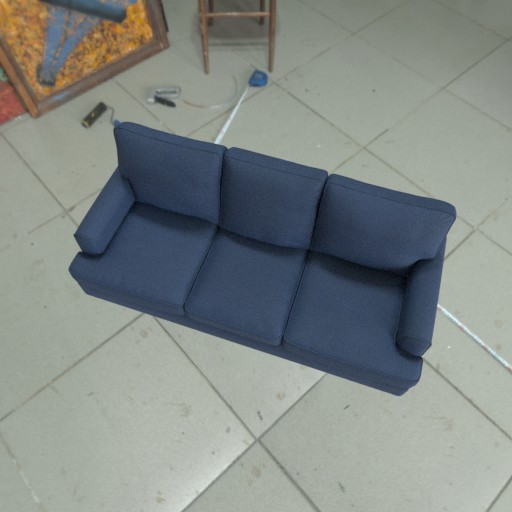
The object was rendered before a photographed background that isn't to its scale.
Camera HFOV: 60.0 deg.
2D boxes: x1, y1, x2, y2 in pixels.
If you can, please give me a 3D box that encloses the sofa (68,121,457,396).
[{"bbox_3d":[0.000,0.000,2.725,2.158,0.965,0.951,16,61,9],"label":"sofa"}]
